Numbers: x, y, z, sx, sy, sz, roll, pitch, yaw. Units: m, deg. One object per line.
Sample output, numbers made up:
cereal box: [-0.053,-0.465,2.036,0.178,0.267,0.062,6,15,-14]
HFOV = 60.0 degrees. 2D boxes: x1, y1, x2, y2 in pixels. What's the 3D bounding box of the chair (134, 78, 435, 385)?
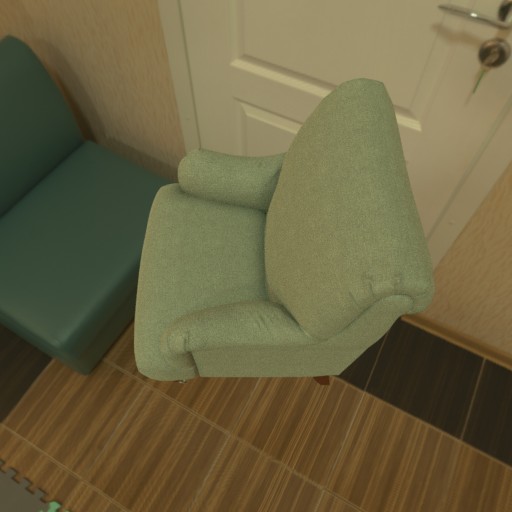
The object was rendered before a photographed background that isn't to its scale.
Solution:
chair: [0.000,0.000,1.937,1.060,1.178,0.964,0,59,0]
